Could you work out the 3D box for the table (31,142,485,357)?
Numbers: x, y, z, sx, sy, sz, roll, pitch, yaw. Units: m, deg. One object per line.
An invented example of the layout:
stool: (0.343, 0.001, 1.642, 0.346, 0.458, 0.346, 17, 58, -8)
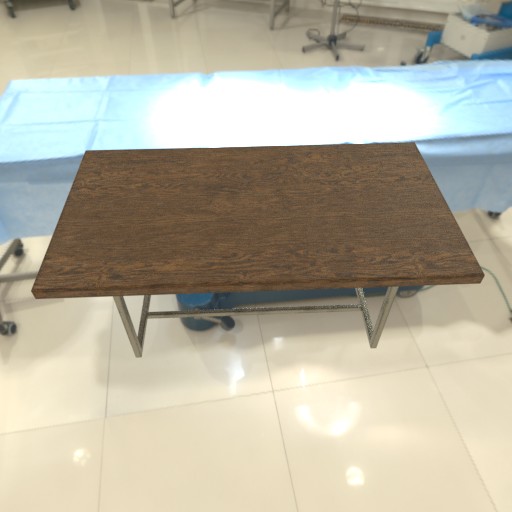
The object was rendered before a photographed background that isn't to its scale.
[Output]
table: (0.000, 0.000, 2.592, 1.989, 0.795, 1.078, -2, 47, -2)
